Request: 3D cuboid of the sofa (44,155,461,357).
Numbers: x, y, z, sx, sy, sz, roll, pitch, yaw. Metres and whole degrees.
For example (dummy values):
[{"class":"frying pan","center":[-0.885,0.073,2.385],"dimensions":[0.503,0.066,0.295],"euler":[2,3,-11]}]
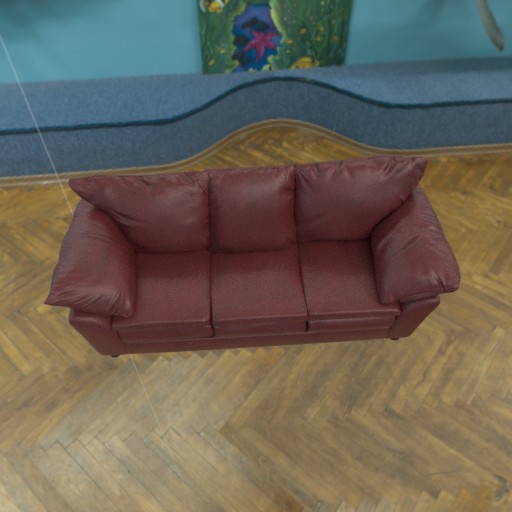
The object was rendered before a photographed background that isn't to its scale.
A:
[{"class":"sofa","center":[0.000,0.000,2.891],"dimensions":[2.390,1.091,0.907],"euler":[-3,48,-3]}]
